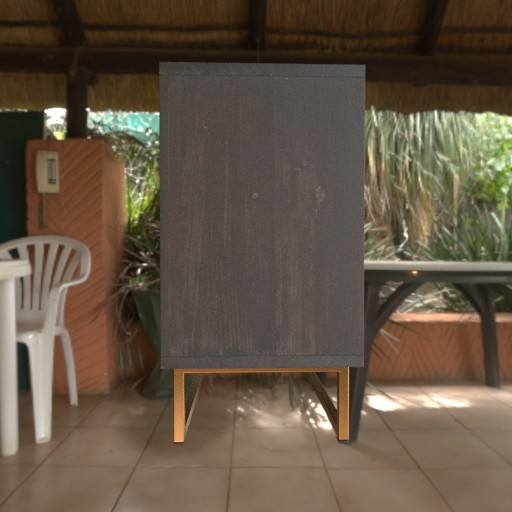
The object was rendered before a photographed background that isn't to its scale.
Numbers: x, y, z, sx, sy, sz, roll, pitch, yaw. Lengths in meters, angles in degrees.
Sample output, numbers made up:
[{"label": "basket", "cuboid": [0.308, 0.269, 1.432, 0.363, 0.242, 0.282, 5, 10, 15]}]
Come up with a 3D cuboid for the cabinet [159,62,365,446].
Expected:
[{"label": "cabinet", "cuboid": [0.000, 0.000, 1.450, 0.451, 0.860, 0.950, 0, 1, -2]}]
